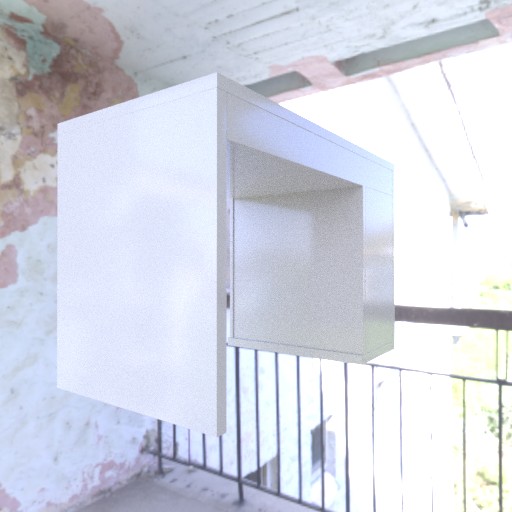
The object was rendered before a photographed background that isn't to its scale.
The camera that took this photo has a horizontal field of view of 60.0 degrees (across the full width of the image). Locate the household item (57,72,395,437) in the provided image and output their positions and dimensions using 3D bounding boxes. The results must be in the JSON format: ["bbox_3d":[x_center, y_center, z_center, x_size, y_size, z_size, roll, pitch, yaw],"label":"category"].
[{"bbox_3d":[0.000,0.000,1.527,0.597,0.749,1.100,0,0,36],"label":"household item"}]
